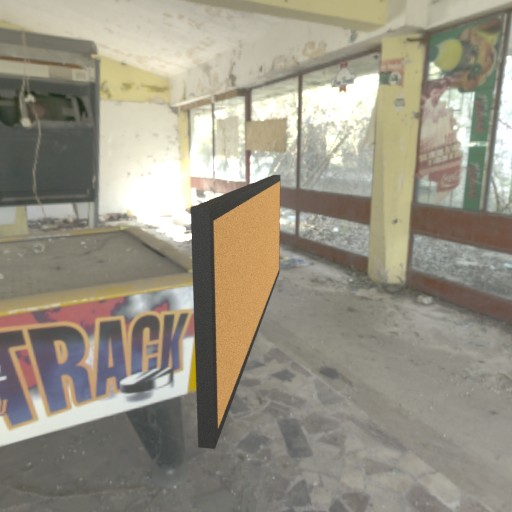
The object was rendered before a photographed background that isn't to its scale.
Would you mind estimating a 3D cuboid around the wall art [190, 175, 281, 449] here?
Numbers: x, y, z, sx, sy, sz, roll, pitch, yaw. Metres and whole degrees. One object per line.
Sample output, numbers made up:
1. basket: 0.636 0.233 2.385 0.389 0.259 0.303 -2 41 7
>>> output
1. wall art: 0.000 0.000 1.717 0.041 0.554 1.572 2 13 8
